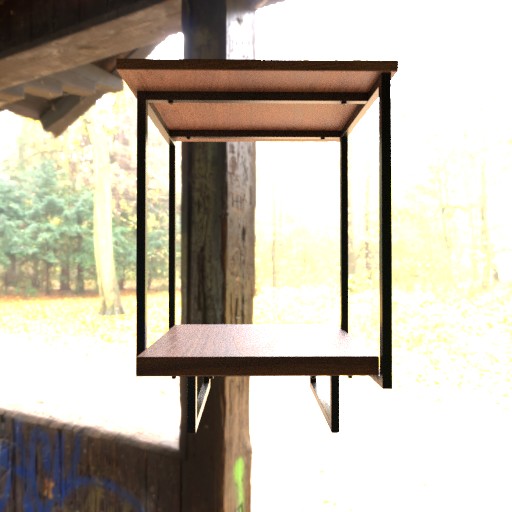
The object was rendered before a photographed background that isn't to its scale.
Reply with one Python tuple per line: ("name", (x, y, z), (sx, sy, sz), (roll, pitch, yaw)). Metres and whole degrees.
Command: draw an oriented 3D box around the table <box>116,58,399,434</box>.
("table", (0.000, 0.000, 0.831), (0.411, 0.567, 0.384), (0, -1, -1))
